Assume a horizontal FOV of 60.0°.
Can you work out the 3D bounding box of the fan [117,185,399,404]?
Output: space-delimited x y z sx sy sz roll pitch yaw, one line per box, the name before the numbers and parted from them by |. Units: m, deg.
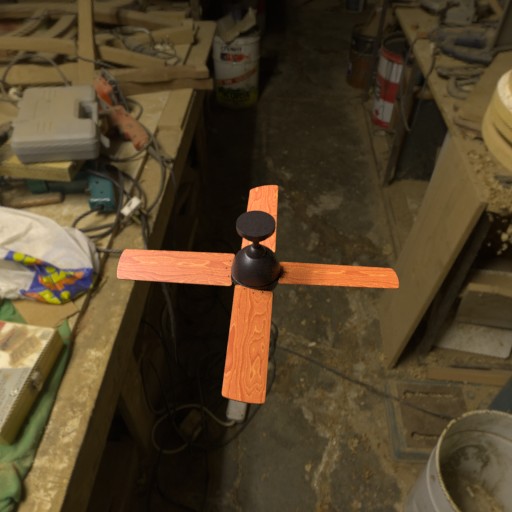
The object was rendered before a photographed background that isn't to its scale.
fan | 0.000 0.000 2.043 1.332 0.403 1.332 3 46 3
